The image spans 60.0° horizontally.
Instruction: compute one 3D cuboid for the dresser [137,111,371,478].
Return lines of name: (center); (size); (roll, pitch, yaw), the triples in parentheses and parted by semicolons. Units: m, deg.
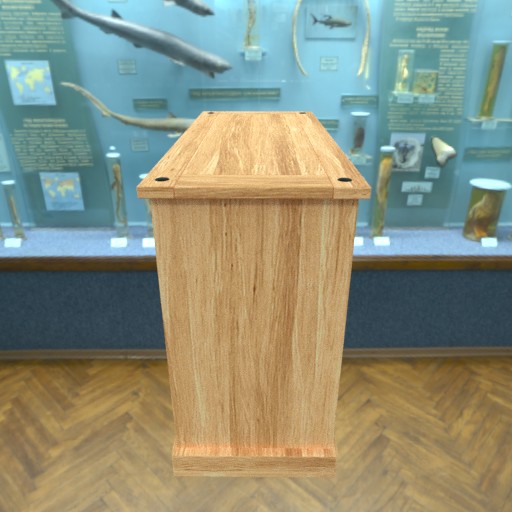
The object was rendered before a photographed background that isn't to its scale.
dresser: (0.000, 0.000, 1.375); (0.410, 0.740, 0.990); (0, 25, 0)
